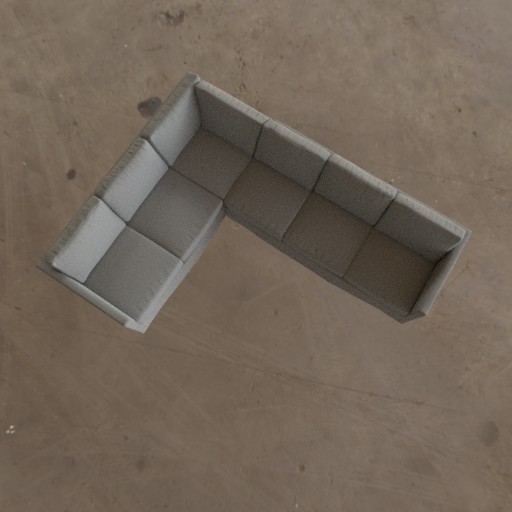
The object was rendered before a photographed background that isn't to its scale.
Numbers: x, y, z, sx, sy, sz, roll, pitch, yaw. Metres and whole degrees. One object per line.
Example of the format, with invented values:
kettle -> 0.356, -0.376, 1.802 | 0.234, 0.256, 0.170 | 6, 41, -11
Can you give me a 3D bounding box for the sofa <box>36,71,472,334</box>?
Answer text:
sofa -> 0.000, 0.000, 4.257 | 3.182, 0.871, 2.432 | 32, 78, 8
